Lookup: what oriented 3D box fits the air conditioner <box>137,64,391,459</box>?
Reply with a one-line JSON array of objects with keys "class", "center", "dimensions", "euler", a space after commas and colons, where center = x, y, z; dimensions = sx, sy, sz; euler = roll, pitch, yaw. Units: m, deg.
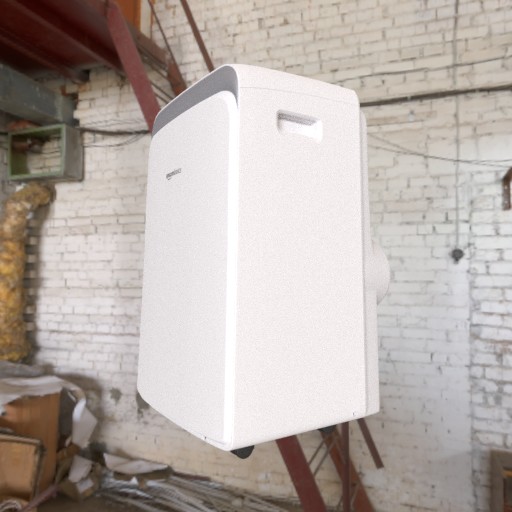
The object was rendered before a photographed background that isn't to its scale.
[{"class": "air conditioner", "center": [0.000, 0.000, 1.073], "dimensions": [0.467, 0.765, 0.478], "euler": [1, -2, -35]}]
